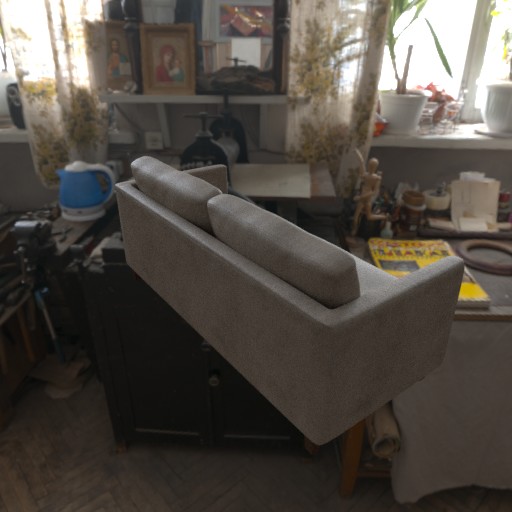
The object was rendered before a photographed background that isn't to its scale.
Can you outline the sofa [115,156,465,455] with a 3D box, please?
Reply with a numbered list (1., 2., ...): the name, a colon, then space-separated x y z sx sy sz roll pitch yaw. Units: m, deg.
1. sofa: 0.000 0.000 2.774 0.951 0.965 2.208 -18 32 -32
